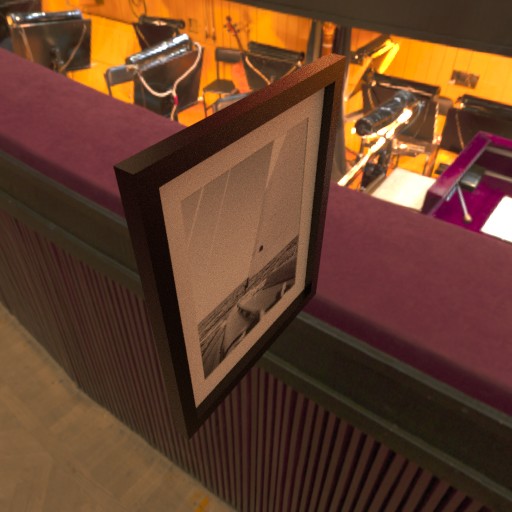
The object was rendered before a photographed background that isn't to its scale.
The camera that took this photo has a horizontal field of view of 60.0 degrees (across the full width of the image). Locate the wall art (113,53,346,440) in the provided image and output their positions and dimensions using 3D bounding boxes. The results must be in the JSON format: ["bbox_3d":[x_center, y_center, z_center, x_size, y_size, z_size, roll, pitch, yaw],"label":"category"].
[{"bbox_3d":[0.000,0.000,0.776,0.031,0.558,0.461,26,47,26],"label":"wall art"}]
